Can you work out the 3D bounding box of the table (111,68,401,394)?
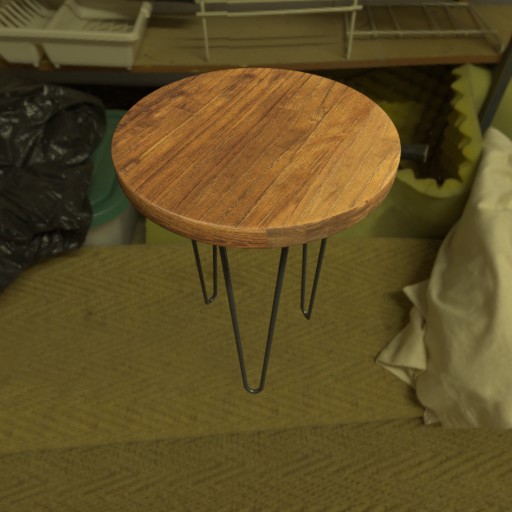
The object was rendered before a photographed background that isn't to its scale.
[{"bbox_3d":[0.000,0.000,0.814,0.400,0.520,0.400,0,47,0],"label":"table"}]
